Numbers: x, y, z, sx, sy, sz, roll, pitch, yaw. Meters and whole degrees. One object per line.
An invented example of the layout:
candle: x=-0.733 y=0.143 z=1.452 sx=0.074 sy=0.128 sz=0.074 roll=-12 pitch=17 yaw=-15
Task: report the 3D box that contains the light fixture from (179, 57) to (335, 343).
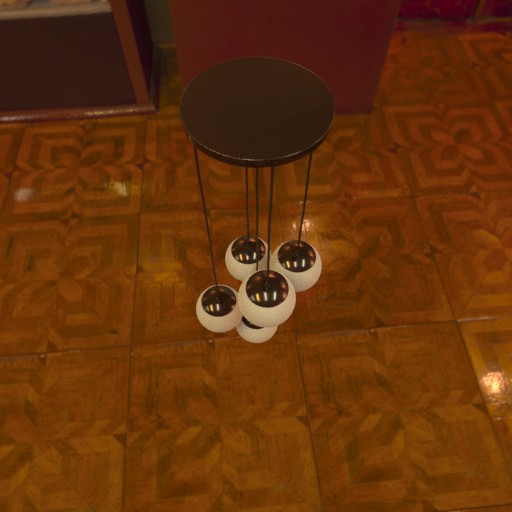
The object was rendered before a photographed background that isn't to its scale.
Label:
light fixture: x=0.000 y=0.000 z=1.520 sx=0.484 sy=1.271 sz=0.489 roll=-2 pitch=58 yaw=-2
